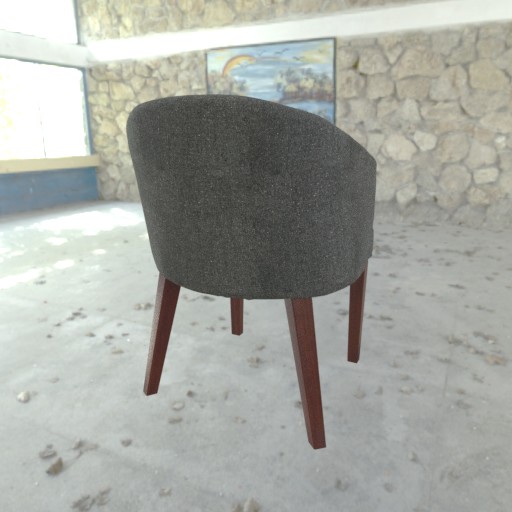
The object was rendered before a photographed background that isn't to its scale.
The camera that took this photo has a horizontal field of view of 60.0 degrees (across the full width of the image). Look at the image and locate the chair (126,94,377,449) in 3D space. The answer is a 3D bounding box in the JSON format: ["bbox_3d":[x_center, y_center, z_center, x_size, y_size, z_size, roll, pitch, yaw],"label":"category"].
[{"bbox_3d":[0.000,0.000,1.246,0.583,0.811,0.655,8,17,26],"label":"chair"}]
